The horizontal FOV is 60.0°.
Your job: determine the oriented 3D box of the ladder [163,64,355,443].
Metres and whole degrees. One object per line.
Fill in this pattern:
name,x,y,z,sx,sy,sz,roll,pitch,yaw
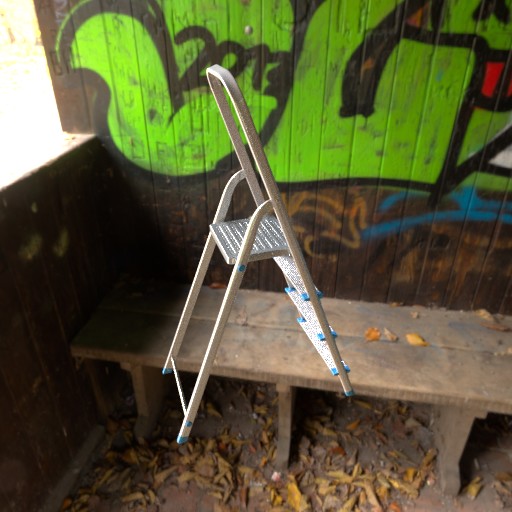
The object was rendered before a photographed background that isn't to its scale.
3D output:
ladder,0.000,0.000,1.801,0.842,1.434,0.445,-10,32,-16
